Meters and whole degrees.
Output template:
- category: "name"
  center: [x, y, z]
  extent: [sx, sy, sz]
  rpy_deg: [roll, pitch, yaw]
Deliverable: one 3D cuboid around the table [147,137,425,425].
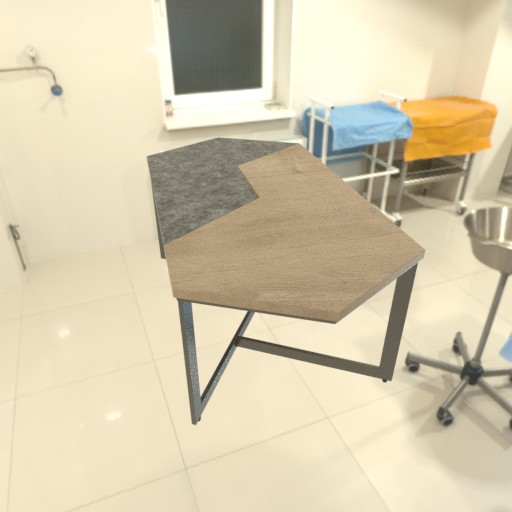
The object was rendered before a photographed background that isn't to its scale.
- category: "table"
  center: [0.000, 0.000, 1.487]
  extent: [0.609, 0.457, 1.219]
  rpy_deg: [-8, 32, -13]
